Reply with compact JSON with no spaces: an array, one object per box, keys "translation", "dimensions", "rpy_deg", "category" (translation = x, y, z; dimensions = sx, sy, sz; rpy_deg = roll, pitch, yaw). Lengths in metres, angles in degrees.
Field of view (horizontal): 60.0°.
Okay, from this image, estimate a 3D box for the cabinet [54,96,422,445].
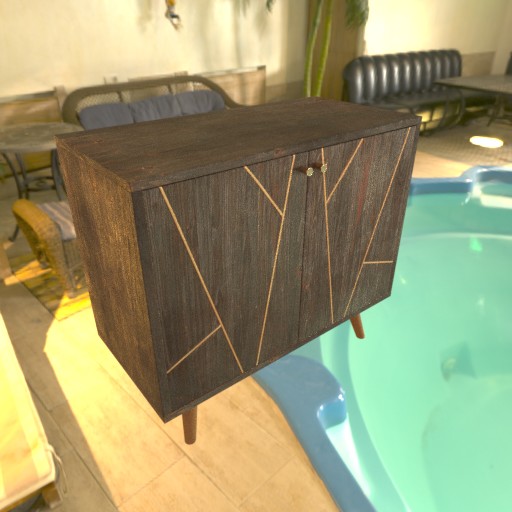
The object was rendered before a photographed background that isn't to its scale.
[{"translation":[0.000,0.000,1.551],"dimensions":[1.023,0.897,0.529],"rpy_deg":[-21,35,-33],"category":"cabinet"}]
